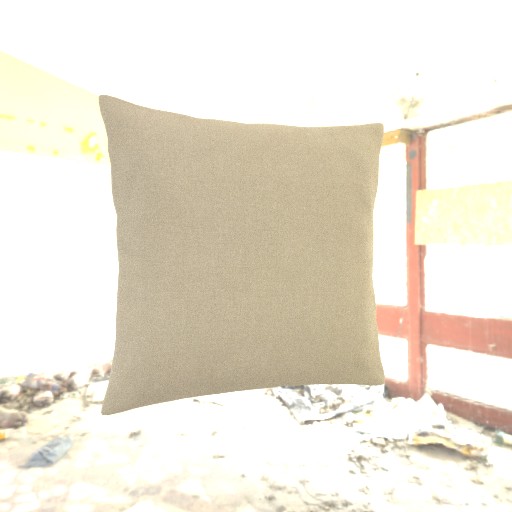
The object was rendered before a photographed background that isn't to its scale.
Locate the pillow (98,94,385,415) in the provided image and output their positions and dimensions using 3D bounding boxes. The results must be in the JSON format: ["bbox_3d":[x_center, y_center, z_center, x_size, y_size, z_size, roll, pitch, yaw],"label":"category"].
[{"bbox_3d":[0.000,0.000,0.780,0.523,0.510,0.166,0,0,-17],"label":"pillow"}]
